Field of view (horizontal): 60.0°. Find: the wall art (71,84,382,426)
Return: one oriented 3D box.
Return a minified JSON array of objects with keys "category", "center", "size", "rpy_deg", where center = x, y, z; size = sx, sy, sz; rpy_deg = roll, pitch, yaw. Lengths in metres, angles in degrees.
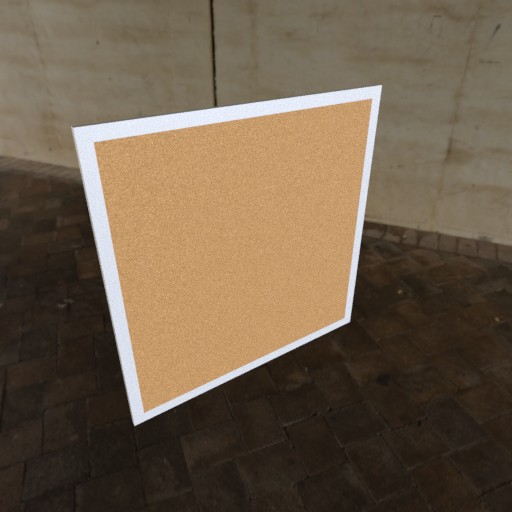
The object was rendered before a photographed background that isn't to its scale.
[{"category":"wall art","center":[0.000,0.000,1.213],"size":[0.812,0.813,0.013],"rpy_deg":[-19,35,-29]}]
